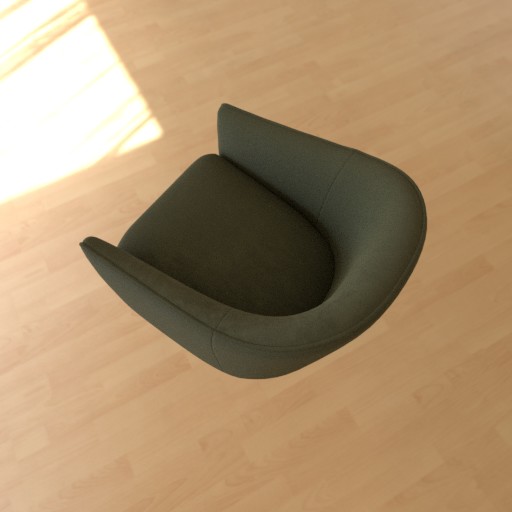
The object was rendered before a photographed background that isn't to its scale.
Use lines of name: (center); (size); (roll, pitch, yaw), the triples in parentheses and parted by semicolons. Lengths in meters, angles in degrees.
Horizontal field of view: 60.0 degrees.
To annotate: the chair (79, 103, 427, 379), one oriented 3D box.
chair: (0.000, 0.000, 1.491); (0.875, 0.799, 0.747); (33, 68, 15)
